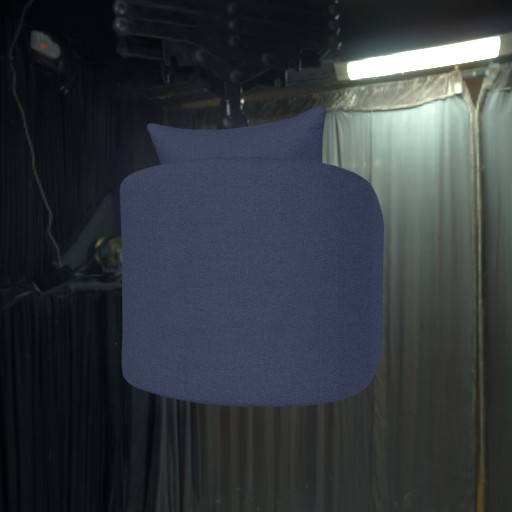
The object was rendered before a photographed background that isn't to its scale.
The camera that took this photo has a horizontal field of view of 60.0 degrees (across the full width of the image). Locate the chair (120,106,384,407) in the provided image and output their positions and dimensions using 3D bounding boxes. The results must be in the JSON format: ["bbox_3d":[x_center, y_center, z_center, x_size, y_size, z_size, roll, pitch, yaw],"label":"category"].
[{"bbox_3d":[0.000,0.000,1.582,0.845,0.848,0.910,0,0,19],"label":"chair"}]
